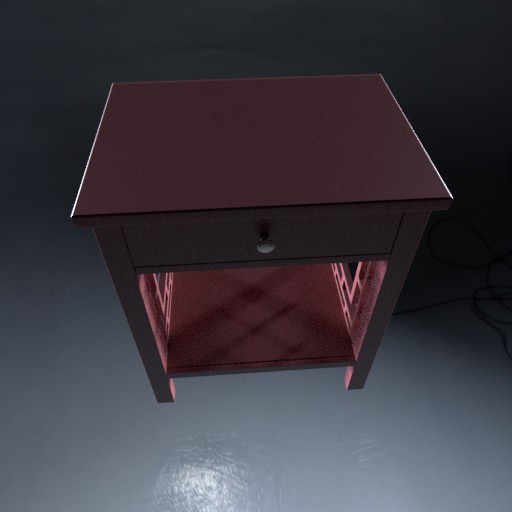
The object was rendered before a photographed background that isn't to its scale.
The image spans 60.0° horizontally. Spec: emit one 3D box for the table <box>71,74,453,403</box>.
[{"bbox_3d":[0.000,0.000,1.089,0.599,0.686,0.451,-3,47,-3],"label":"table"}]
